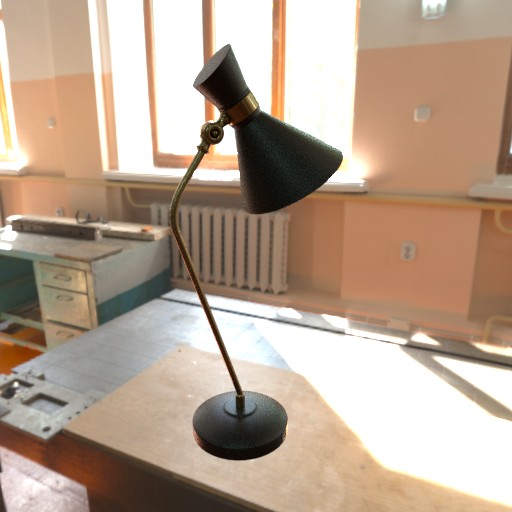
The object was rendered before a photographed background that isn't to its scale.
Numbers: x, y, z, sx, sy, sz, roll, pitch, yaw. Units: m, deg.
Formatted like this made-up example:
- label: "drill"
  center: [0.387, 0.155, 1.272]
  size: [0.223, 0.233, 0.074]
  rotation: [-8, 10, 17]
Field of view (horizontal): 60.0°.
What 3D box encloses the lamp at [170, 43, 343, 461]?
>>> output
- label: "lamp"
  center: [0.000, 0.000, 0.749]
  size: [0.292, 0.647, 0.189]
  rotation: [-8, 16, -27]
